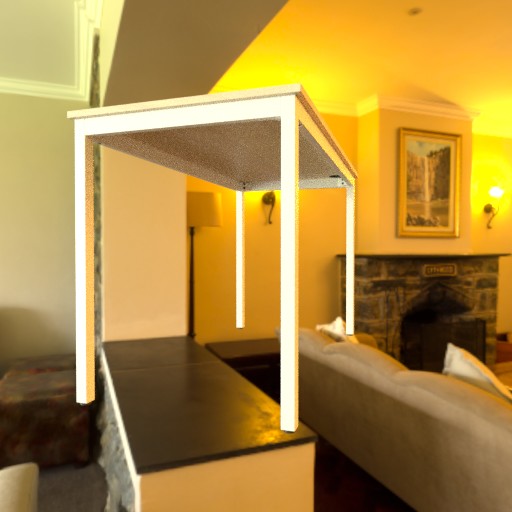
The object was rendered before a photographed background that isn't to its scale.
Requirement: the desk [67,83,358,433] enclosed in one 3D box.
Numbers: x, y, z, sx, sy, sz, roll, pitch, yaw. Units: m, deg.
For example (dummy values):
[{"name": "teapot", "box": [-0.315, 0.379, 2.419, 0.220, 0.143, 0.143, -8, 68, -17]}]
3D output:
[{"name": "desk", "box": [0.000, 0.000, 1.595, 0.600, 0.750, 1.200, 0, 1, 19]}]
